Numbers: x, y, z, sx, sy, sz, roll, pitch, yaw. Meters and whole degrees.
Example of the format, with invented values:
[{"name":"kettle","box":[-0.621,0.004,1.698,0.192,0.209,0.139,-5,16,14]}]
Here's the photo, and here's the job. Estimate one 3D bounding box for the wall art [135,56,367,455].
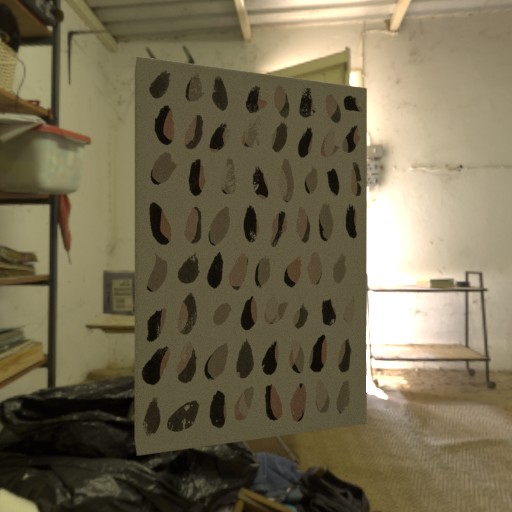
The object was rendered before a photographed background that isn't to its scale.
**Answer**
[{"name":"wall art","box":[0.000,0.000,0.481,0.252,0.381,0.039,0,0,-18]}]
